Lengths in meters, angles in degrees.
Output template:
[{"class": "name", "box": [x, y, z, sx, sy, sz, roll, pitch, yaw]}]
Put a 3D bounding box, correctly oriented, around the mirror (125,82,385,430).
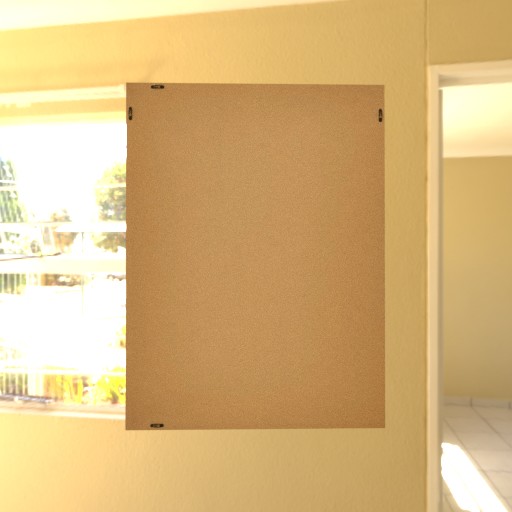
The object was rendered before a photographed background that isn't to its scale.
[{"class": "mirror", "box": [0.000, 0.000, 1.319, 0.762, 1.016, 0.041, 0, 0, -1]}]
